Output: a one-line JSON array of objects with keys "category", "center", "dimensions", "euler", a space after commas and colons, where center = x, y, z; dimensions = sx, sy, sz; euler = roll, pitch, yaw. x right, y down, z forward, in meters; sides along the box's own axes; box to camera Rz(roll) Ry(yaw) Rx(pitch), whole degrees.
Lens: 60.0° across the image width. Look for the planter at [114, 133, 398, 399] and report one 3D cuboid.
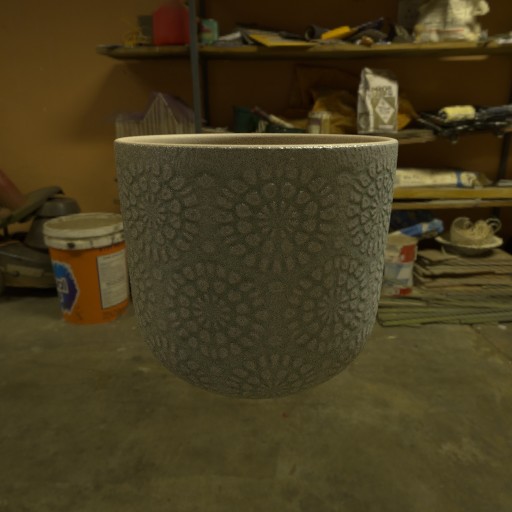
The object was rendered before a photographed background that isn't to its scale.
[{"category": "planter", "center": [0.000, 0.000, 0.297], "dimensions": [0.169, 0.153, 0.169], "euler": [0, 17, 0]}]
